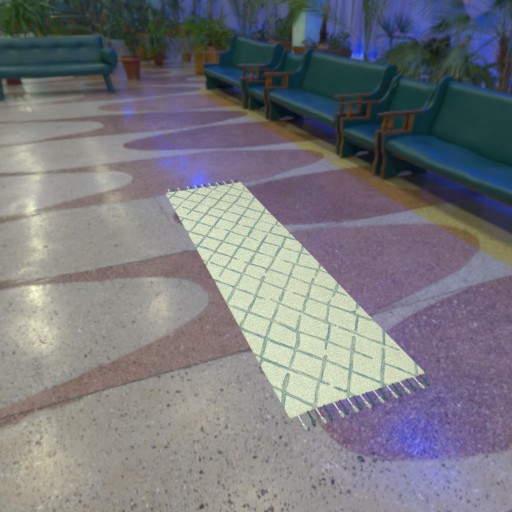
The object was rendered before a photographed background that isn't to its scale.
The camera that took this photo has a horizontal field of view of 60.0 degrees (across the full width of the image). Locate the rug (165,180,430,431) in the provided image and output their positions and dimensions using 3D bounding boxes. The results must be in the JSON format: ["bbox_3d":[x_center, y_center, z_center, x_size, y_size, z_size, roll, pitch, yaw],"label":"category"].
[{"bbox_3d":[0.000,0.000,2.626,0.620,0.008,2.372,-12,33,-18],"label":"rug"}]
